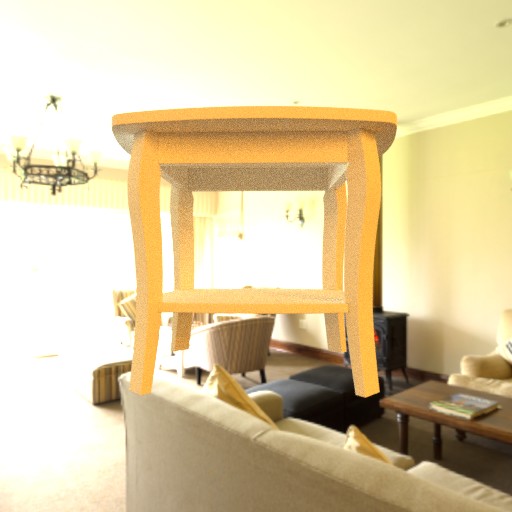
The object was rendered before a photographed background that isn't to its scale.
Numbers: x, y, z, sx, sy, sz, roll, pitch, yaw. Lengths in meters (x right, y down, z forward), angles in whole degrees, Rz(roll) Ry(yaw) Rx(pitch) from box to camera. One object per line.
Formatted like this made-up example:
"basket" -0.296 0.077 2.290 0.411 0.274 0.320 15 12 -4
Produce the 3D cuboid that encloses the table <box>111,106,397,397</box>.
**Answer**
"table" 0.000 0.000 0.870 0.502 0.438 0.451 0 0 2
